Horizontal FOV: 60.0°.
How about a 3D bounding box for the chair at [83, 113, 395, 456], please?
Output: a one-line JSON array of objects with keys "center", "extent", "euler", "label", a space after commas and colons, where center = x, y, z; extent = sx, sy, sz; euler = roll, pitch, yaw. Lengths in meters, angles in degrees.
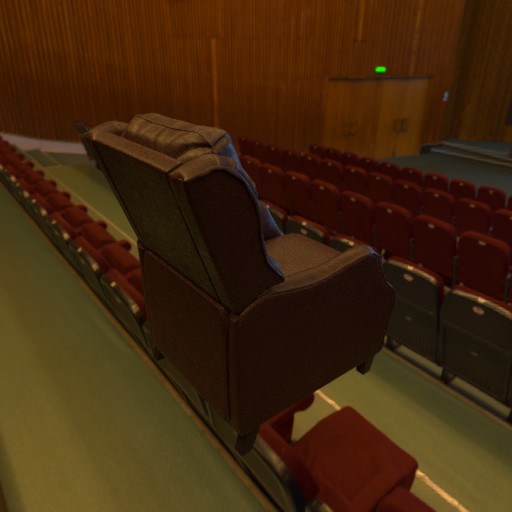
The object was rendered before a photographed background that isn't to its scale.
[{"center": [0.000, 0.000, 1.785], "extent": [0.982, 1.132, 0.770], "euler": [-19, 32, -33], "label": "chair"}]
